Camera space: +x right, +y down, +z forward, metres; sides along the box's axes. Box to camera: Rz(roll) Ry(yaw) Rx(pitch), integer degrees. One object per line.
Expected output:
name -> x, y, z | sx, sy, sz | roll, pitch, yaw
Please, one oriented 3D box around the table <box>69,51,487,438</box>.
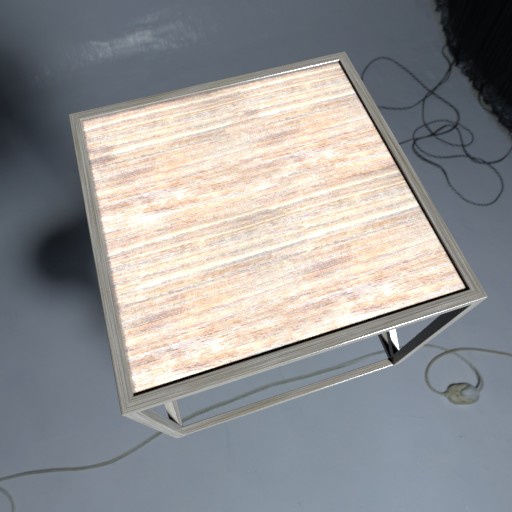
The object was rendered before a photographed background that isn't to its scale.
table -> 0.000, 0.000, 1.045 | 0.609, 0.507, 0.611 | -16, 65, -8
